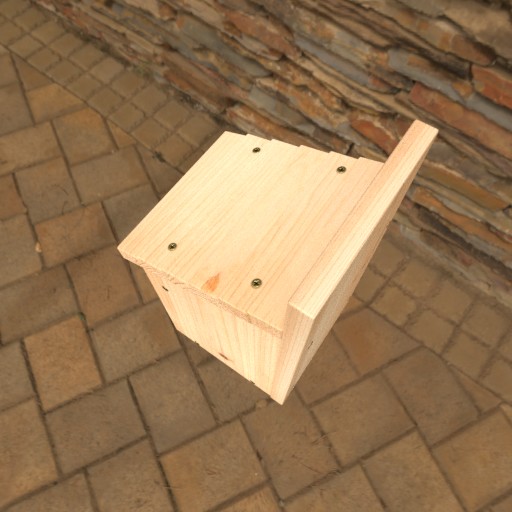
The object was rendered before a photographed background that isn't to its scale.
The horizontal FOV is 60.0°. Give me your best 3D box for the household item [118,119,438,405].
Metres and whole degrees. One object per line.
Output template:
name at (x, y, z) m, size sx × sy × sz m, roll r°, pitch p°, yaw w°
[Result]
household item at (0.000, 0.000, 0.398) m, size 0.171 × 0.300 × 0.149 m, roll 32°, pitch 68°, yaw 15°
